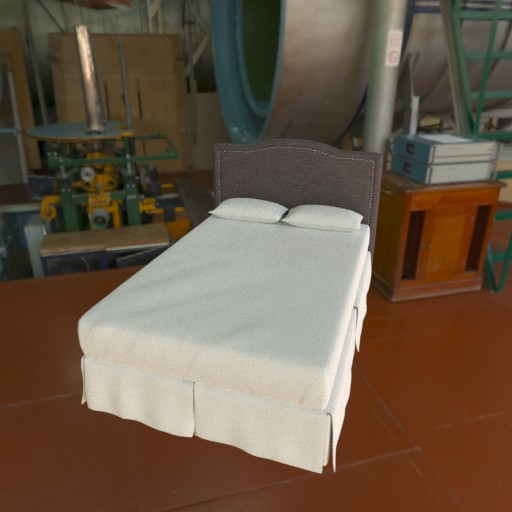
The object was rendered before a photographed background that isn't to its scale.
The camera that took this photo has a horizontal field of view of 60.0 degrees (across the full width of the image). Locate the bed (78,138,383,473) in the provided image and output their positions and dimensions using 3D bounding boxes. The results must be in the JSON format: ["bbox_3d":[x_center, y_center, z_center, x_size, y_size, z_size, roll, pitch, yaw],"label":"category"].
[{"bbox_3d":[0.000,0.000,3.514,1.741,1.441,2.507,8,25,17],"label":"bed"}]
